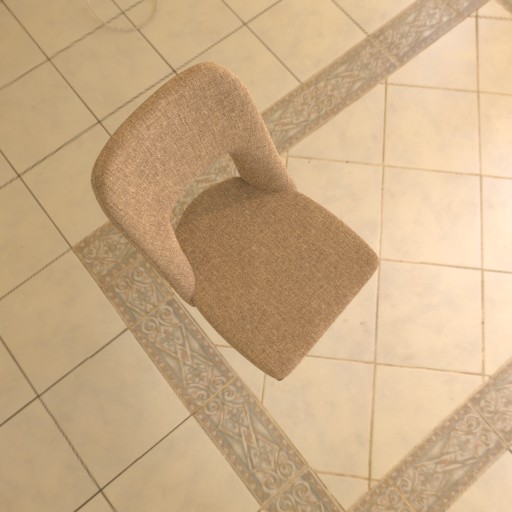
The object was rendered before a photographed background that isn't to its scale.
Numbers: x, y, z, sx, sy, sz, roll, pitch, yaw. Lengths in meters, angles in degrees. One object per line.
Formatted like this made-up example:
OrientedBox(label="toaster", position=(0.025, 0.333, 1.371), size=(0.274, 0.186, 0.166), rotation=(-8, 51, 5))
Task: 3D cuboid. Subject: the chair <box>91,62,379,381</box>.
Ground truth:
OrientedBox(label="chair", position=(0.000, 0.000, 1.272), size=(0.612, 0.931, 0.470), rotation=(41, 80, 9))
